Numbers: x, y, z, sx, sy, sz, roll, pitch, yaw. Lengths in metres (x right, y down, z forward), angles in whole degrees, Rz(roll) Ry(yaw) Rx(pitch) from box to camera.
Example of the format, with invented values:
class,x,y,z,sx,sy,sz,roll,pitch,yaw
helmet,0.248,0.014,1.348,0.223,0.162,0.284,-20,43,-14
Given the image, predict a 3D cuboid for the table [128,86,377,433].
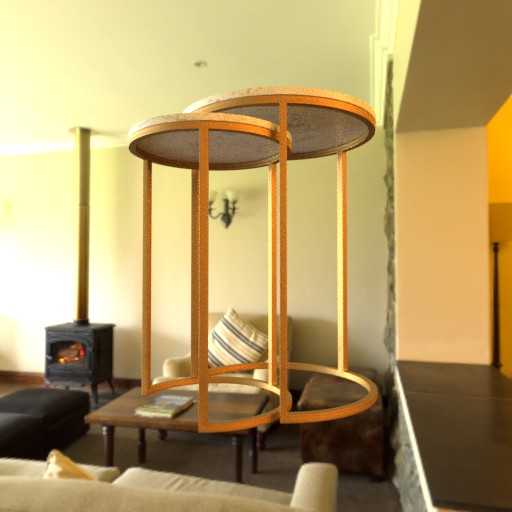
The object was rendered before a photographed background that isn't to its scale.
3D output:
class,x,y,z,sx,sy,sz,roll,pitch,yaw
table,0.000,0.000,0.891,0.507,0.550,0.400,1,-2,-35
